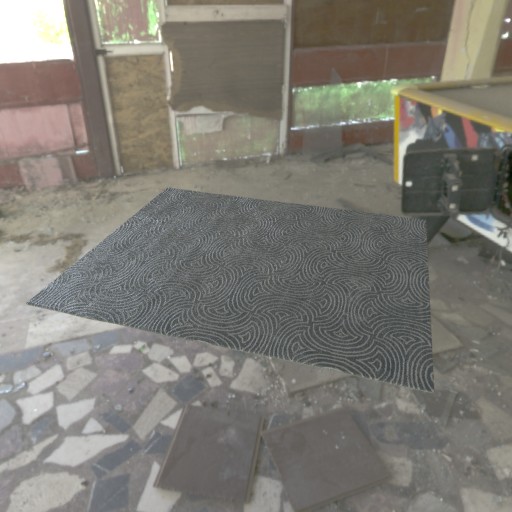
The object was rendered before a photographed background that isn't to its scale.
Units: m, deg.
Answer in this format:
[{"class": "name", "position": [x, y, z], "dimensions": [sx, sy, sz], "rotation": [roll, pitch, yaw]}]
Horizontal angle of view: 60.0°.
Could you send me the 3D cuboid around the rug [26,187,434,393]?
[{"class": "rug", "position": [0.000, 0.000, 4.103], "dimensions": [3.042, 0.021, 2.456], "rotation": [9, 33, 14]}]
